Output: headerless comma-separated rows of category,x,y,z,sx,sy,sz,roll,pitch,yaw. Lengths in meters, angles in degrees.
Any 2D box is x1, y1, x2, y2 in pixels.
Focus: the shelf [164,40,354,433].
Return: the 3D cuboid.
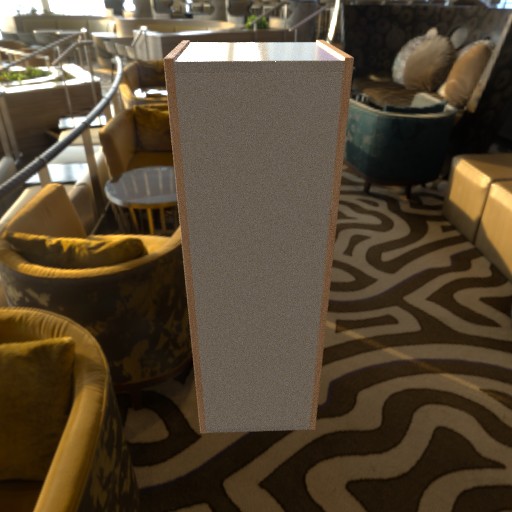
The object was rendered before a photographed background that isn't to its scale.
shelf,0.000,0.000,1.053,0.300,0.900,0.290,-1,31,-2
